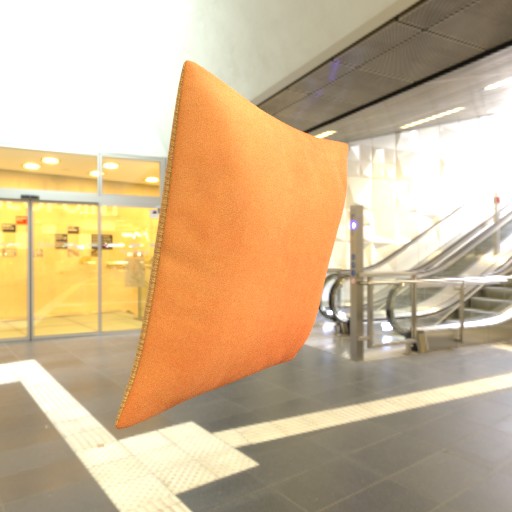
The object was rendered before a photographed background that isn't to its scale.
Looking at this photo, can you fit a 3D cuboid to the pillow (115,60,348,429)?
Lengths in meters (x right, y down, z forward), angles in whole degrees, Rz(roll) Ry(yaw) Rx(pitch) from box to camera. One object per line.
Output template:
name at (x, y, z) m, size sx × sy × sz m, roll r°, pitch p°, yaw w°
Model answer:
pillow at (0.000, 0.000, 0.655) m, size 0.177 × 0.401 × 0.424 m, roll 0°, pitch 0°, yaw 34°
